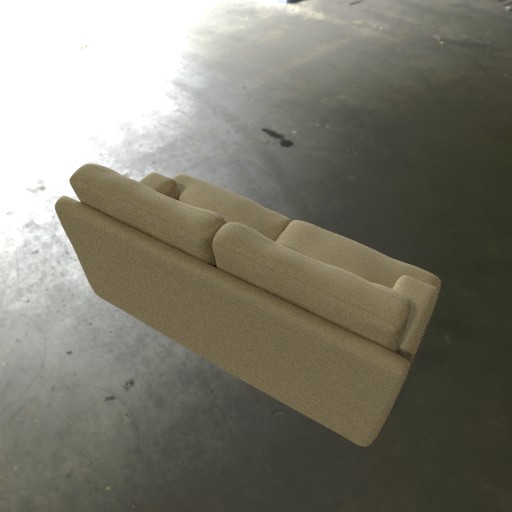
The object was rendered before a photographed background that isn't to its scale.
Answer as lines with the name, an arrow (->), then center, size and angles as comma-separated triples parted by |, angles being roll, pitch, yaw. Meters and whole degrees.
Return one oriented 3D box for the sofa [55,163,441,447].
sofa -> 0.000, 0.000, 2.431 | 1.885, 0.967, 0.962 | 24, 52, 21
